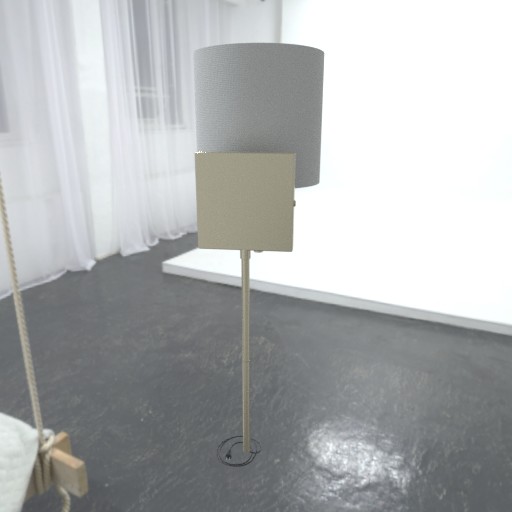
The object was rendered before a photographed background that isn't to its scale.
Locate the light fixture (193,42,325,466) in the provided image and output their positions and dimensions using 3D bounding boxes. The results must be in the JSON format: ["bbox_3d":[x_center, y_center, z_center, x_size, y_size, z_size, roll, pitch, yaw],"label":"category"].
[{"bbox_3d":[0.000,0.000,0.694,0.188,0.589,0.248,2,16,7],"label":"light fixture"}]
